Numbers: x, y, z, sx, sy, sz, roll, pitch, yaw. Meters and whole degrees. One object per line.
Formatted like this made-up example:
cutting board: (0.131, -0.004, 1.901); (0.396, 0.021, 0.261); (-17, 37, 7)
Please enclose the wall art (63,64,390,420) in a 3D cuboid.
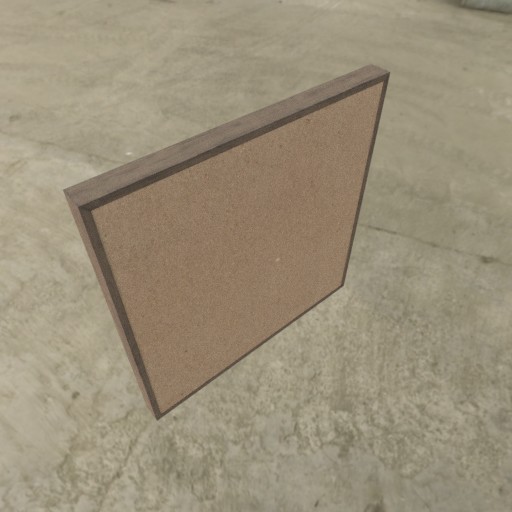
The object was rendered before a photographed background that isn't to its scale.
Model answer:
wall art: (0.000, 0.000, 0.760); (0.508, 0.508, 0.038); (-31, 53, -27)
